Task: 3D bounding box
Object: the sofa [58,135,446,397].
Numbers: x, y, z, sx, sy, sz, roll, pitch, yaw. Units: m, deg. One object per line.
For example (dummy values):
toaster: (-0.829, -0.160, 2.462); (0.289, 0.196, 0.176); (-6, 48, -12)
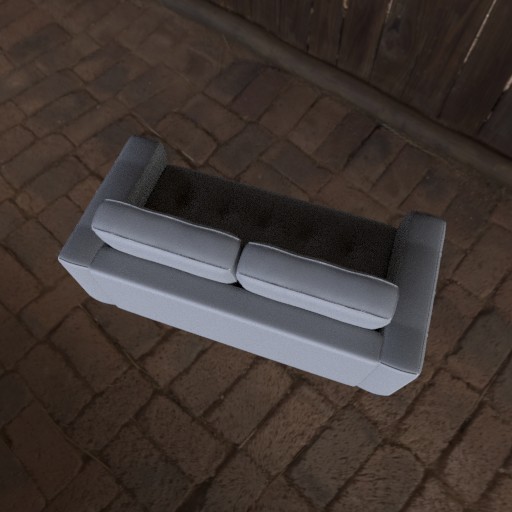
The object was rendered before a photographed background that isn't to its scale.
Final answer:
sofa: (0.000, 0.000, 2.275); (1.726, 0.892, 0.833); (17, 64, 8)
